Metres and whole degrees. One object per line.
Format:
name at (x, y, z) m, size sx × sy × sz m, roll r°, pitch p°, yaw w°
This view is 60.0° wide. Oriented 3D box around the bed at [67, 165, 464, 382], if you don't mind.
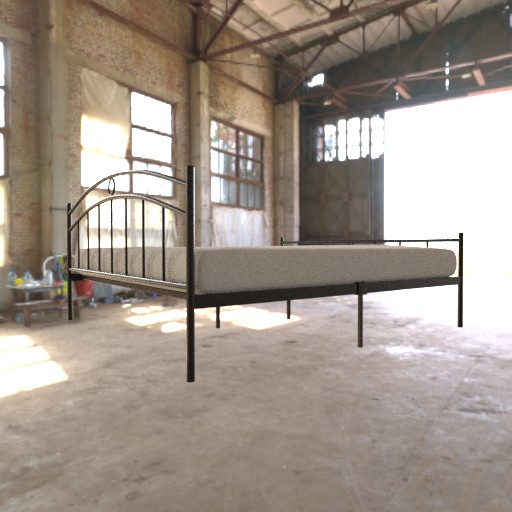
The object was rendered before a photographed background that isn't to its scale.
bed at (0.000, 0.000, 3.080) m, size 2.040 × 0.940 × 1.880 m, roll -1°, pitch 1°, yaw -36°
